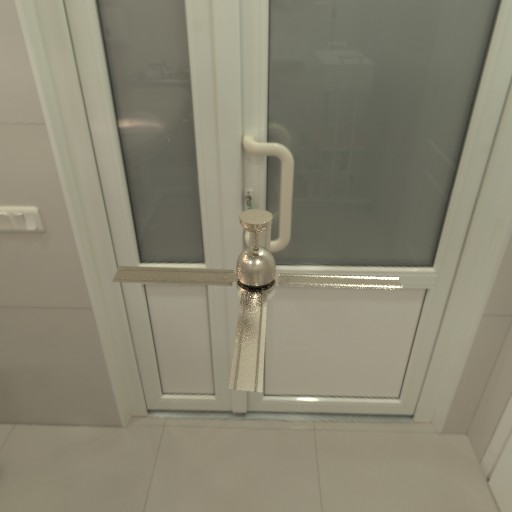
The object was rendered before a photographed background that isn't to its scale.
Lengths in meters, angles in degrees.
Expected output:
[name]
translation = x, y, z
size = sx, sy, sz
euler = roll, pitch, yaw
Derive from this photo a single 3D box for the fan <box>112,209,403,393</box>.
[fan]
translation = 0.000, 0.000, 2.025
size = 1.346, 0.406, 1.346
euler = 1, 32, 1
